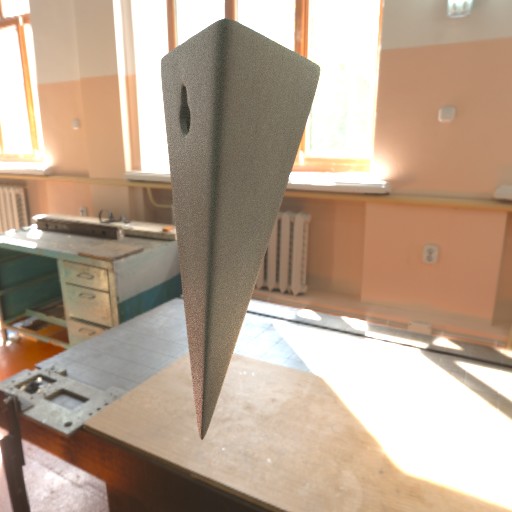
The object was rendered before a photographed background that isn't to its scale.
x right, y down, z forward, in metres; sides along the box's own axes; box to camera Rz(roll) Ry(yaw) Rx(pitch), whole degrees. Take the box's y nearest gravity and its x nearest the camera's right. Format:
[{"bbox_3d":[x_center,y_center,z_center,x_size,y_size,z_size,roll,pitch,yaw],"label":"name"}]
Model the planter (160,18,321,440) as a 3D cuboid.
[{"bbox_3d":[0.000,0.000,0.260,0.081,0.224,0.101,-7,16,-25],"label":"planter"}]
